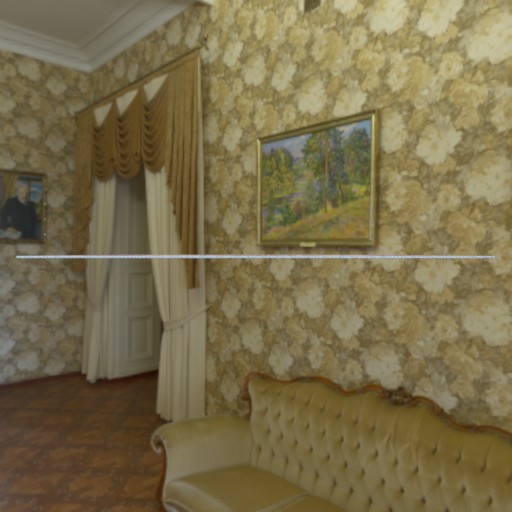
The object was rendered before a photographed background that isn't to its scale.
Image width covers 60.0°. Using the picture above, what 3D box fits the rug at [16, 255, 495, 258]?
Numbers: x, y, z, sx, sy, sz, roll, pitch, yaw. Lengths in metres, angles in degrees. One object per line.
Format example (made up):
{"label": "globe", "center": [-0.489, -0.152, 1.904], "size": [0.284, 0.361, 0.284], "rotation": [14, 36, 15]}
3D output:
{"label": "rug", "center": [0.000, 0.000, 3.647], "size": [2.878, 0.014, 2.005], "rotation": [0, 0, 1]}
